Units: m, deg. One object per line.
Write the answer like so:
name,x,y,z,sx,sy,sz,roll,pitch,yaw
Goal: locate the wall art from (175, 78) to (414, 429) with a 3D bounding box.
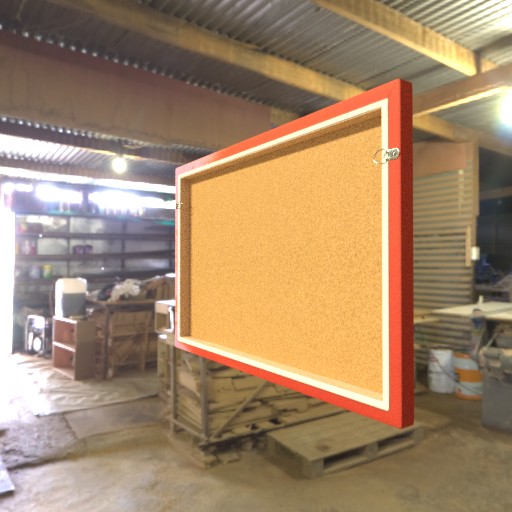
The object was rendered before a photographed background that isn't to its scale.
wall art,0.000,0.000,1.145,0.040,0.609,0.913,1,-1,-35
